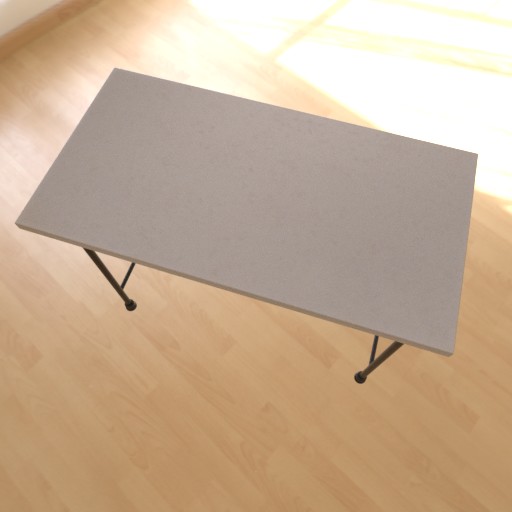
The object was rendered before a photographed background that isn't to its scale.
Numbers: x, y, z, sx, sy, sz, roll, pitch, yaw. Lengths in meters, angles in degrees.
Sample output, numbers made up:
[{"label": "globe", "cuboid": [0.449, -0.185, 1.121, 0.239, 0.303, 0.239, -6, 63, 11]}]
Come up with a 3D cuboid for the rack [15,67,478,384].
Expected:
[{"label": "rack", "cuboid": [0.000, 0.000, 1.627, 1.159, 0.880, 0.613, 16, 65, 8]}]
